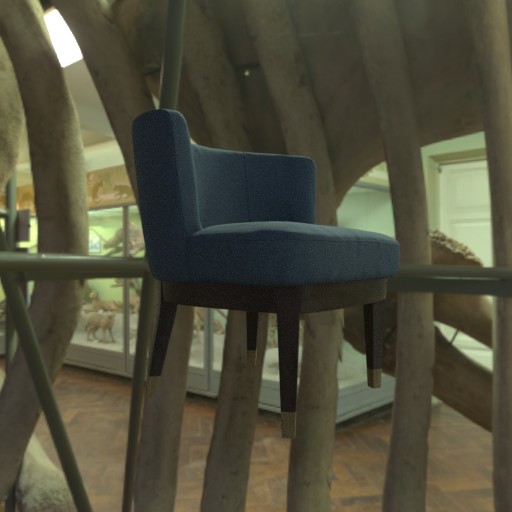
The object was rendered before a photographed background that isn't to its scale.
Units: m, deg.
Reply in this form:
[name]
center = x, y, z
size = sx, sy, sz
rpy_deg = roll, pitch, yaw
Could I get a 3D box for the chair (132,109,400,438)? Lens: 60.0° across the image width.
[chair]
center = 0.000, 0.000, 1.267
size = 0.702, 0.760, 0.661
rpy_deg = 0, -1, 38
